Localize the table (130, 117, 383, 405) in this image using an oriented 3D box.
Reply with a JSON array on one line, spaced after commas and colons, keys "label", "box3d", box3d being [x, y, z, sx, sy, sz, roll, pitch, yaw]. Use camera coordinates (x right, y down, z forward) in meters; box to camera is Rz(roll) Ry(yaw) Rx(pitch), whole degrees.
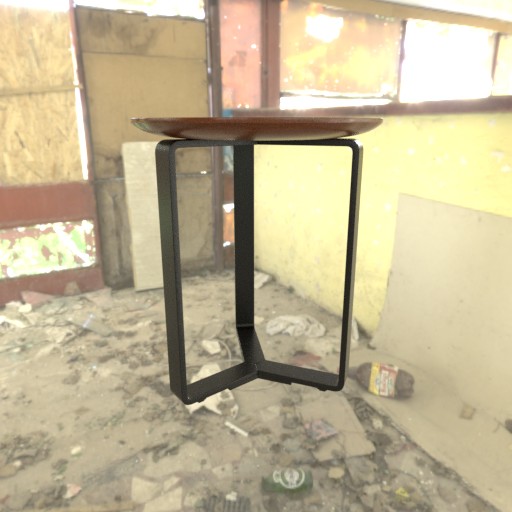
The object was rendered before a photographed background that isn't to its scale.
[{"label": "table", "box3d": [0.000, 0.000, 0.760, 0.380, 0.450, 0.410, -3, 17, -8]}]
